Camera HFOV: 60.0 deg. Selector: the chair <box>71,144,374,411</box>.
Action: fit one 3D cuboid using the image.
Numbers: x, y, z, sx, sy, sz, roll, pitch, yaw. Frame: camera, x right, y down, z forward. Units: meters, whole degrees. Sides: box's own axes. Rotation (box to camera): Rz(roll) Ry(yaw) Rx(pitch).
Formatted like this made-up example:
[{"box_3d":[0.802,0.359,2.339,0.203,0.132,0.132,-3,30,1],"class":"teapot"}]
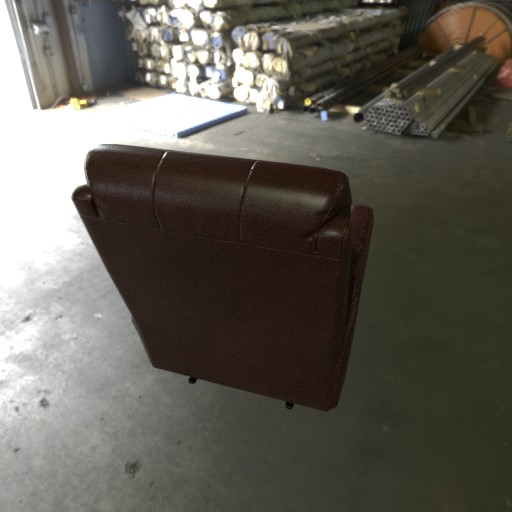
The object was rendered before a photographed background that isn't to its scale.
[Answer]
[{"box_3d":[0.000,0.000,1.636,0.787,1.016,0.939,10,34,15],"class":"chair"}]
